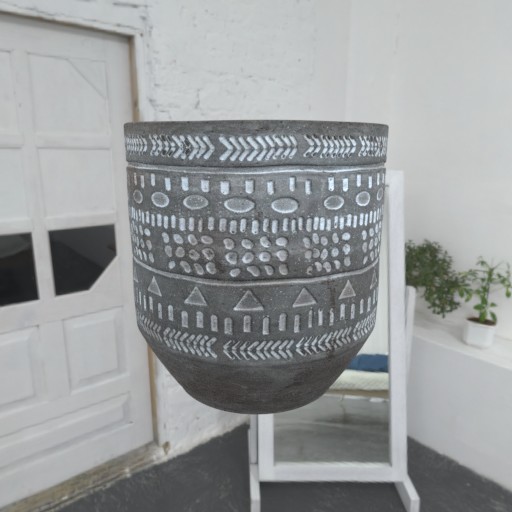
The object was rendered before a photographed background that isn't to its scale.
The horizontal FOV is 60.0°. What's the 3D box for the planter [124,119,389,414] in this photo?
[{"bbox_3d":[0.000,0.000,0.263,0.142,0.149,0.142,0,14,0],"label":"planter"}]
